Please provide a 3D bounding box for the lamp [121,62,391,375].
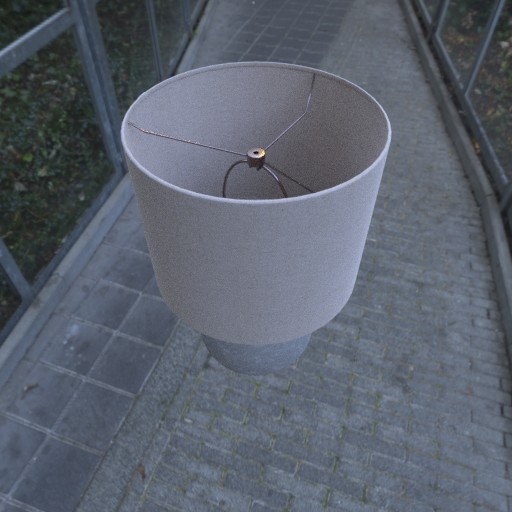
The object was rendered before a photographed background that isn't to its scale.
[{"bbox_3d":[0.000,0.000,0.597,0.269,0.409,0.269,25,51,21],"label":"lamp"}]
